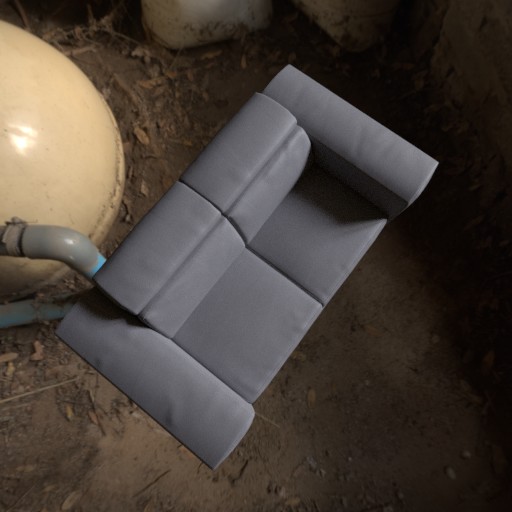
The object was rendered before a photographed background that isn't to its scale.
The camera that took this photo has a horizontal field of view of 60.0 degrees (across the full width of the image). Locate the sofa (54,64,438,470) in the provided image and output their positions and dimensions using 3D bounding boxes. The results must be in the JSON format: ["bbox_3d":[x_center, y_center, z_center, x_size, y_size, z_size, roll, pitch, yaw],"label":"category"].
[{"bbox_3d":[0.000,0.000,2.421,1.003,0.779,1.895,37,79,9],"label":"sofa"}]
